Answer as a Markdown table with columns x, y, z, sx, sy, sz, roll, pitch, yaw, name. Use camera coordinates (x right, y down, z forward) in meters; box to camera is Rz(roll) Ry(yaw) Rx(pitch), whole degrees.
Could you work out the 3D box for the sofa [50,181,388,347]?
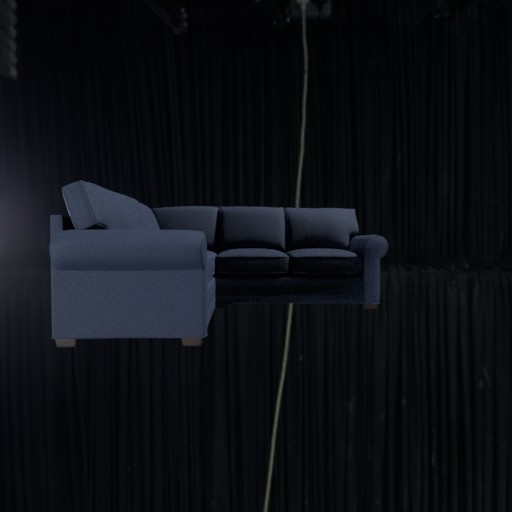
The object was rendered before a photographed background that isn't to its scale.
| x | y | z | sx | sy | sz | roll | pitch | yaw | name |
| --- | --- | --- | --- | --- | --- | --- | --- | --- | --- |
| 0.000 | 0.000 | 3.855 | 2.562 | 1.042 | 2.487 | 0 | 2 | -2 | sofa |
